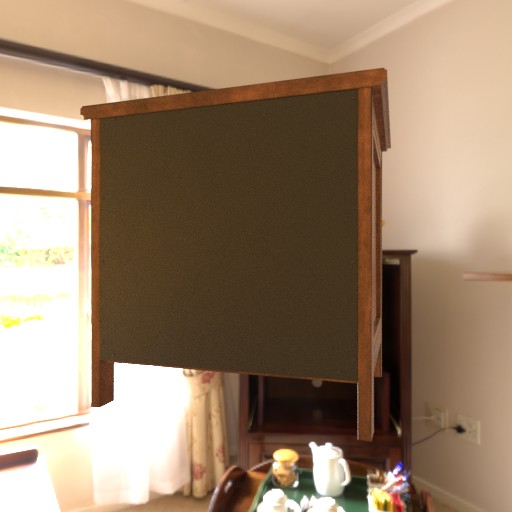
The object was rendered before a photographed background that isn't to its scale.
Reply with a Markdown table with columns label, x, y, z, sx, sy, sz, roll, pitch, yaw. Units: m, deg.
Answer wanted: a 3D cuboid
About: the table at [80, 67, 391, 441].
| label | x | y | z | sx | sy | sz | roll | pitch | yaw |
| --- | --- | --- | --- | --- | --- | --- | --- | --- | --- |
| table | 0.000 | 0.000 | 1.009 | 0.586 | 0.597 | 0.461 | 0 | -1 | 18 |
